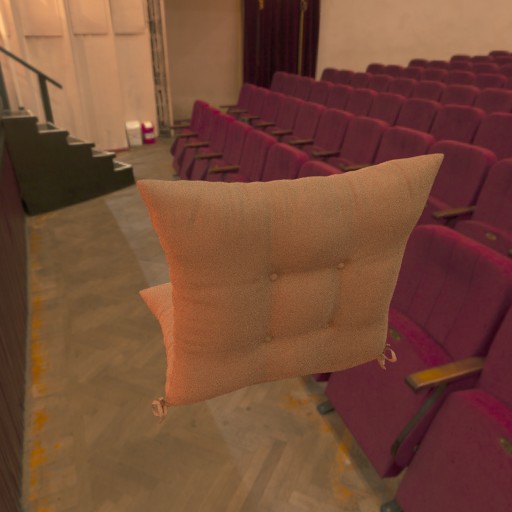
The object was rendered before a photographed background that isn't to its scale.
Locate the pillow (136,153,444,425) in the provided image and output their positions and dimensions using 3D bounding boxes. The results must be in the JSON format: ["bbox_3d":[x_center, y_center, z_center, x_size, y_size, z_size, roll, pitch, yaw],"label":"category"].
[{"bbox_3d":[0.000,0.000,0.990,0.541,0.536,0.585,-9,28,-17],"label":"pillow"}]
